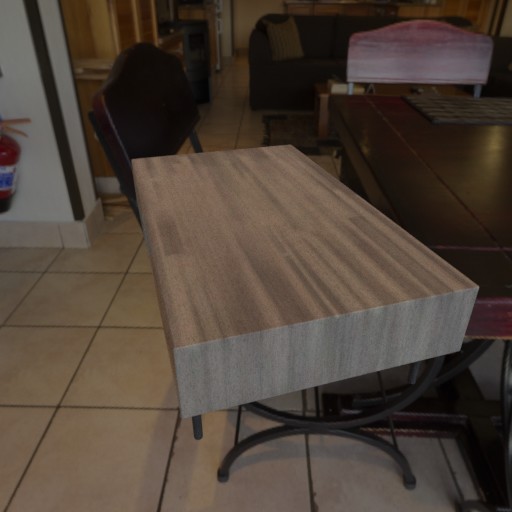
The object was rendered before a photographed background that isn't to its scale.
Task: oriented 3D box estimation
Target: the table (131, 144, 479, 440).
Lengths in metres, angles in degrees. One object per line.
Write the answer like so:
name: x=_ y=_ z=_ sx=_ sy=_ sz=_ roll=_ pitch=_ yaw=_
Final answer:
table: x=0.000 y=0.000 z=1.380 sx=0.643 sy=0.347 sz=1.088 roll=-9 pitch=31 yaw=-15
